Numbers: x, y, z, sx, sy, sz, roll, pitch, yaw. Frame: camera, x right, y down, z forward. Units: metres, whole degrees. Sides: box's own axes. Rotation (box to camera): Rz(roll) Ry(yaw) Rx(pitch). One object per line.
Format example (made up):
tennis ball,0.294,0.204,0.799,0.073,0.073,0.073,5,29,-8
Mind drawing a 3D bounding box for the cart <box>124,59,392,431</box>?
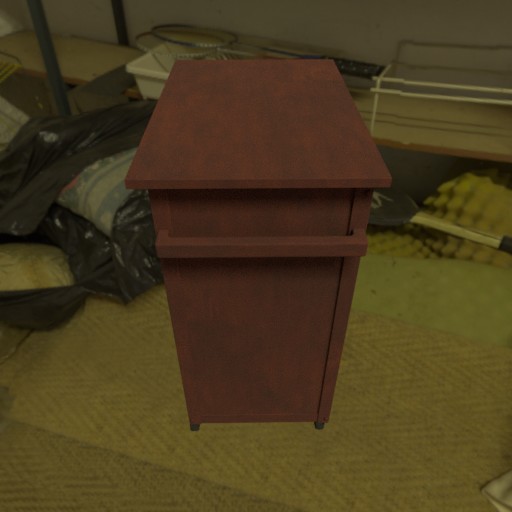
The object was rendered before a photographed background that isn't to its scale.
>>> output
cart,0.000,0.000,1.255,0.442,0.864,0.683,0,40,-1
